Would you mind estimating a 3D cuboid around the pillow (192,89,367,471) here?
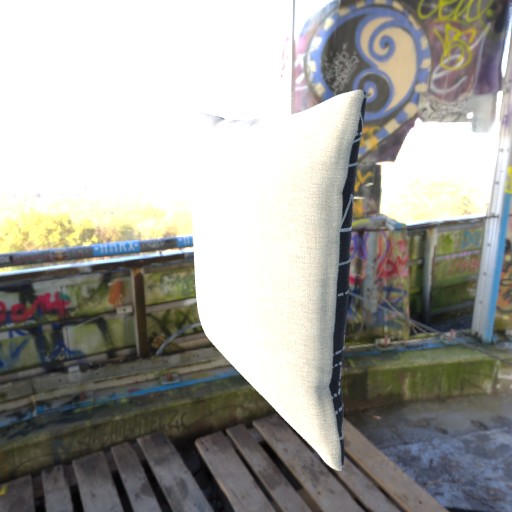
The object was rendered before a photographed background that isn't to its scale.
[{"bbox_3d":[0.000,0.000,0.779,0.158,0.508,0.517,-8,17,-26],"label":"pillow"}]
